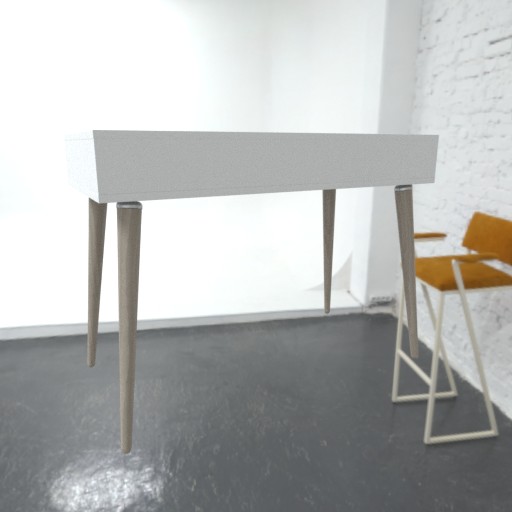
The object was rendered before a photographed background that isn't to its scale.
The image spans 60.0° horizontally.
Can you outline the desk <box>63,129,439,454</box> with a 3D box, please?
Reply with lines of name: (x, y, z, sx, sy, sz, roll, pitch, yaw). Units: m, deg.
desk: (0.000, 0.000, 1.367, 0.979, 0.723, 0.491, -8, 16, -28)
